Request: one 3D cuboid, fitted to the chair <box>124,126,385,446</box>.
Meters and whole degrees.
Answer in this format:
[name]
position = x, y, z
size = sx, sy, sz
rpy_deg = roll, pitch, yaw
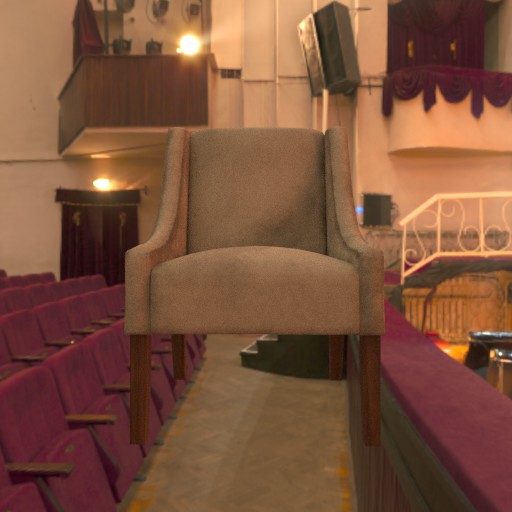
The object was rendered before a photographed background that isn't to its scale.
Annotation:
[chair]
position = 0.000, 0.000, 1.337
size = 0.629, 0.895, 0.629
rpy_deg = 0, 1, 1
